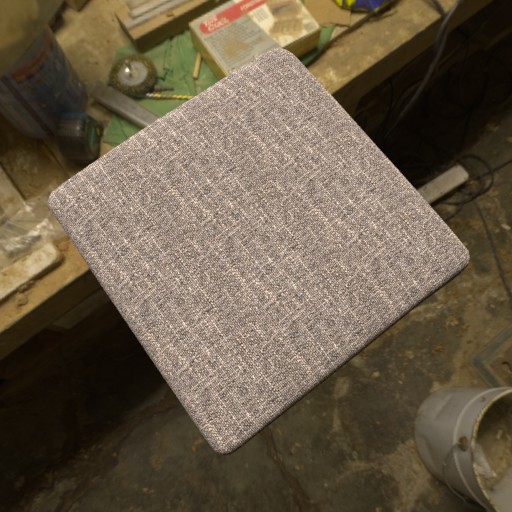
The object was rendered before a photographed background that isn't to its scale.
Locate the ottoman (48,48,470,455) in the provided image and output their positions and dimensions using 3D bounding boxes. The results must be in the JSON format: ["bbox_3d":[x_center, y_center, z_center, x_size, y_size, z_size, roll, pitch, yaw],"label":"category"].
[{"bbox_3d":[0.000,0.000,0.904,0.512,0.453,0.521,-36,79,-8],"label":"ottoman"}]
